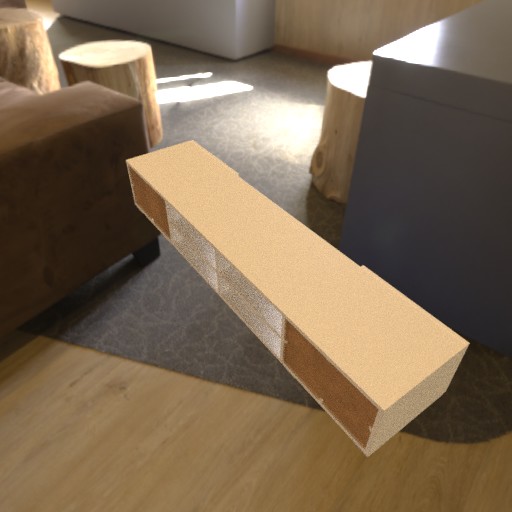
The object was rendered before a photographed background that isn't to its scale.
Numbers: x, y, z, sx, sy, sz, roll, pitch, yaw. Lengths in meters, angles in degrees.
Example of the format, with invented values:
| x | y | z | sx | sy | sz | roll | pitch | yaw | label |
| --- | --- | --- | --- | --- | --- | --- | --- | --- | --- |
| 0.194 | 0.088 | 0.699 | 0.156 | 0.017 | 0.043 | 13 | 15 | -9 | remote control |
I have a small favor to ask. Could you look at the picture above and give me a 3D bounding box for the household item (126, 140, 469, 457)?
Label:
| x | y | z | sx | sy | sz | roll | pitch | yaw | label |
| --- | --- | --- | --- | --- | --- | --- | --- | --- | --- |
| 0.000 | 0.000 | 2.051 | 0.420 | 0.310 | 1.850 | -25 | 47 | -26 | household item |
